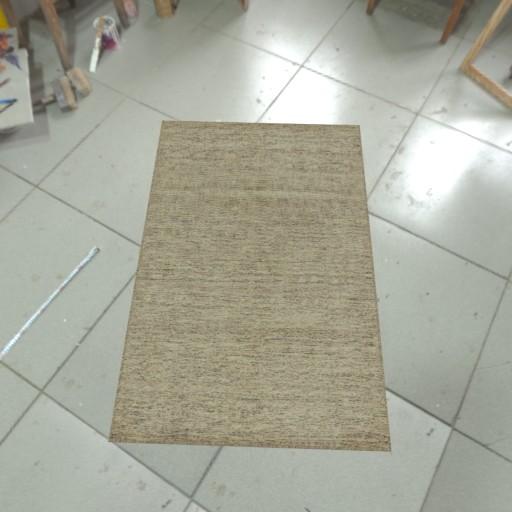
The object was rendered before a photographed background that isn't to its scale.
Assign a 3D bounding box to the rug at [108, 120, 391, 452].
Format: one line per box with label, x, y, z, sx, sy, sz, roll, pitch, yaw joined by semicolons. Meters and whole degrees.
rug;0.000;0.000;2.299;1.211;0.018;1.822;2;63;1
